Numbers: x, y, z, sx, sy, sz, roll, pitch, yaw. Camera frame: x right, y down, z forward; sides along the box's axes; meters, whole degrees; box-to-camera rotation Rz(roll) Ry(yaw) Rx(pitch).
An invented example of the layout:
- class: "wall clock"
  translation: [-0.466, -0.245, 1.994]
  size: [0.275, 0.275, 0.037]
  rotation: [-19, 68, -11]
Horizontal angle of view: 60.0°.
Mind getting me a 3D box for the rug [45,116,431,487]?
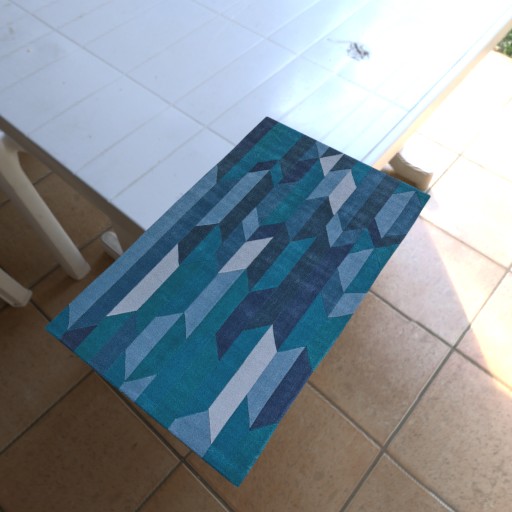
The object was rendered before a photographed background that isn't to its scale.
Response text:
- class: "rug"
  translation: [0.000, 0.000, 3.057]
  size: [1.528, 0.005, 2.420]
  rotation: [31, 63, 18]
